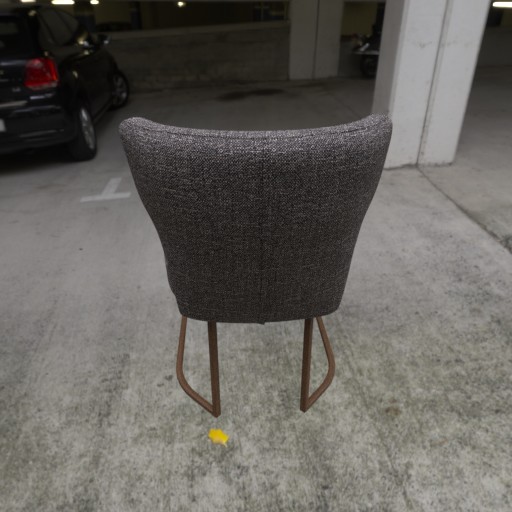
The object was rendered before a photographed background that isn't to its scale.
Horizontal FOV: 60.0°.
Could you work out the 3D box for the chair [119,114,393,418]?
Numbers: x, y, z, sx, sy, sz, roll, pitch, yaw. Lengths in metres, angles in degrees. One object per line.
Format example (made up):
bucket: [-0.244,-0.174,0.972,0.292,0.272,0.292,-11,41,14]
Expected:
chair: [0.000,0.000,1.246,0.611,0.824,0.617,-2,30,-3]
